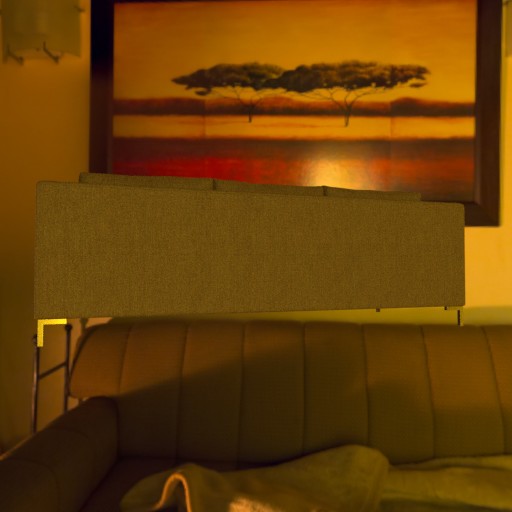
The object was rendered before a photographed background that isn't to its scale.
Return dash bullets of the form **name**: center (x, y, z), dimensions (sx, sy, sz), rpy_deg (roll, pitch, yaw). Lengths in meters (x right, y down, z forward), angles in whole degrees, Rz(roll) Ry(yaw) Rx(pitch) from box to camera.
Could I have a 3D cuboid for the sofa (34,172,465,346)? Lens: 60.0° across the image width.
- **sofa**: center (0.000, 0.000, 2.834), dimensions (2.415, 0.867, 0.969), rpy_deg (0, -2, -18)
